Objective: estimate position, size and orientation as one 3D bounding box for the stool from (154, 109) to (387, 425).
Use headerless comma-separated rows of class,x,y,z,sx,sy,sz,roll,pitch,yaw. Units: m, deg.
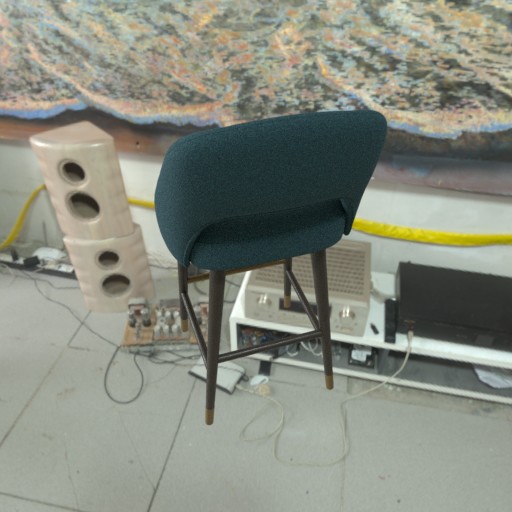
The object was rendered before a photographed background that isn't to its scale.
stool,0.000,0.000,1.316,0.536,1.032,0.522,-12,40,-14
